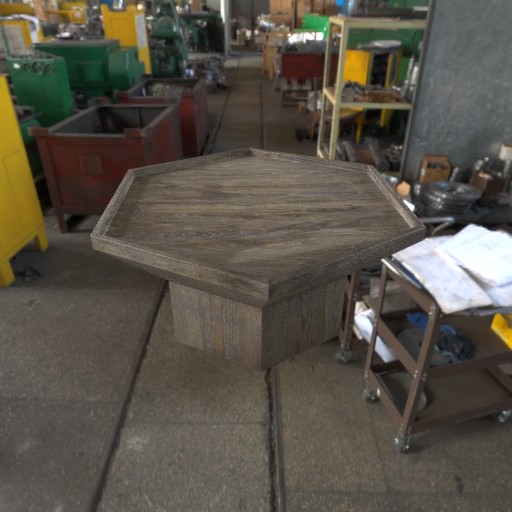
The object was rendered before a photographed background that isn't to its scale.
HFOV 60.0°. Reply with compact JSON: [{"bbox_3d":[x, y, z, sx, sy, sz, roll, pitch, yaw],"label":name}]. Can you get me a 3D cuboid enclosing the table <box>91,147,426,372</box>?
[{"bbox_3d":[0.000,0.000,1.635,1.115,0.488,0.966,-18,35,-28],"label":"table"}]
